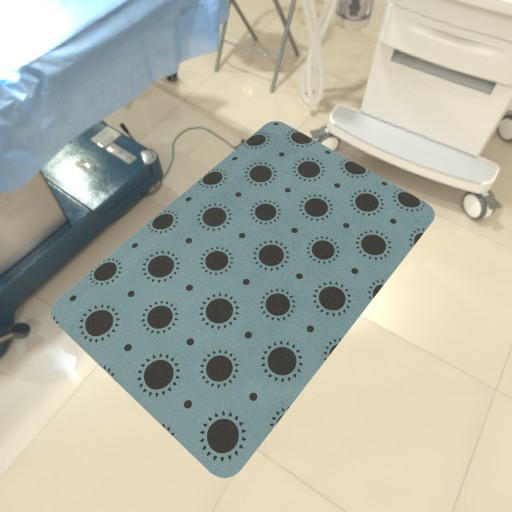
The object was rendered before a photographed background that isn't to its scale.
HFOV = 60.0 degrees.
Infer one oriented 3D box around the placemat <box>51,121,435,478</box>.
[{"bbox_3d":[0.000,0.000,0.978,0.508,0.021,0.762,35,64,20],"label":"placemat"}]
